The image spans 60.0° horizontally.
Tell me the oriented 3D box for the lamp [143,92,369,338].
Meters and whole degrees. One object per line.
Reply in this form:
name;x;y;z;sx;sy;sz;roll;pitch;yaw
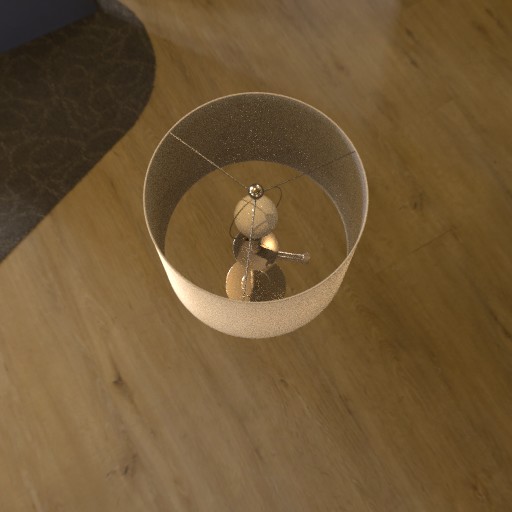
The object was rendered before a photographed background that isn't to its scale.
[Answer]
lamp;0.000;0.000;0.882;0.333;0.696;0.333;0;76;0
